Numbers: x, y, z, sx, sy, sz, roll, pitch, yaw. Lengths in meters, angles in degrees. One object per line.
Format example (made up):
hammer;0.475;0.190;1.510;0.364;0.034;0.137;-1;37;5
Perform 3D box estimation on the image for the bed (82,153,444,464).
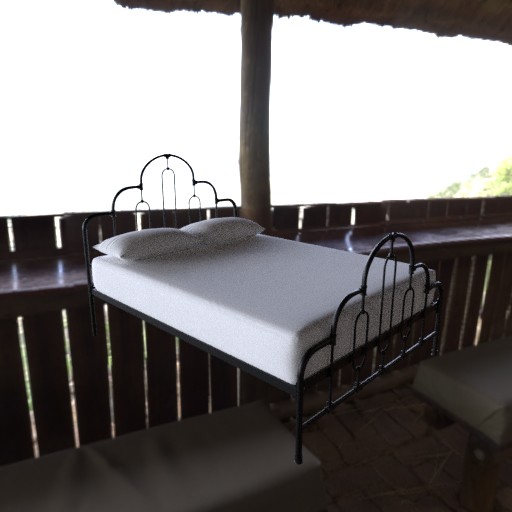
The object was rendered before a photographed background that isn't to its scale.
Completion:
bed;0.000;0.000;3.276;2.181;1.444;1.626;14;20;43
